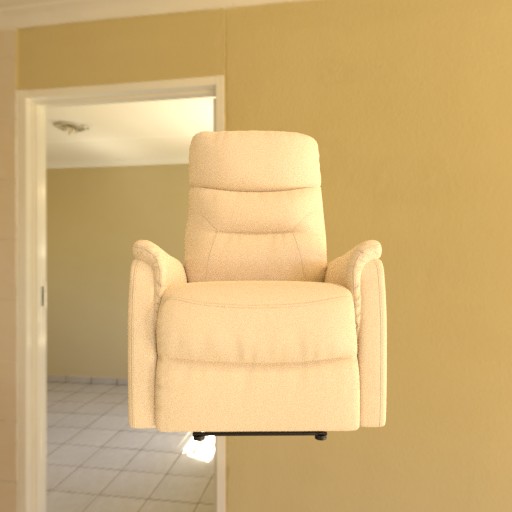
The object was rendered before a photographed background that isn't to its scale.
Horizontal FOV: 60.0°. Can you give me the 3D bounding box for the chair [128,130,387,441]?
[{"bbox_3d":[0.000,0.000,1.660,0.775,1.082,0.831,0,0,-1],"label":"chair"}]
